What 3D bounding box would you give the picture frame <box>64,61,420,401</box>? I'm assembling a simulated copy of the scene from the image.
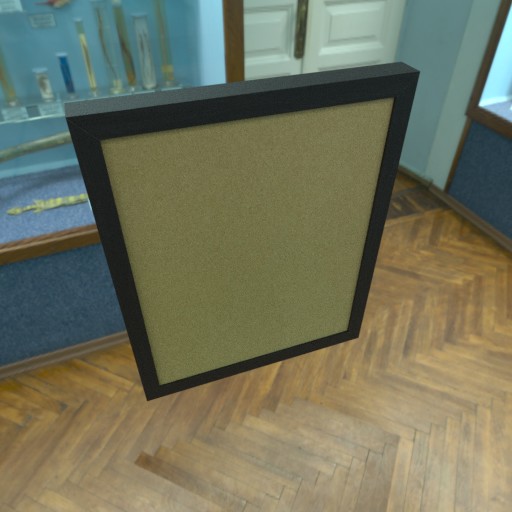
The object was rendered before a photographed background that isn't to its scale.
[{"bbox_3d":[0.000,0.000,0.731,0.452,0.555,0.044,-13,42,-15],"label":"picture frame"}]
